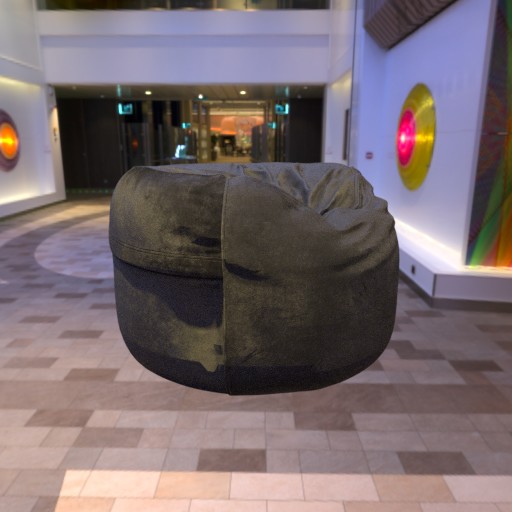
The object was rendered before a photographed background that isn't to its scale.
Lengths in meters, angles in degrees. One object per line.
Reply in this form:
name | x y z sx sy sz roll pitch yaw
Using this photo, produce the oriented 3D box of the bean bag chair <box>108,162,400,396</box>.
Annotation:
bean bag chair | 0.000 0.000 1.474 0.918 0.605 0.918 0 14 0
